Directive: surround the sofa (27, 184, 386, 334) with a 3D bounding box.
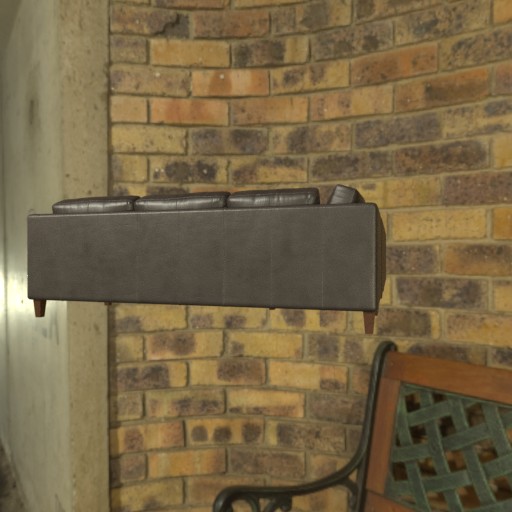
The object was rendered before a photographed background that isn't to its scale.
[{"bbox_3d":[0.000,0.000,4.423,2.452,0.891,3.324,0,0,17],"label":"sofa"}]
